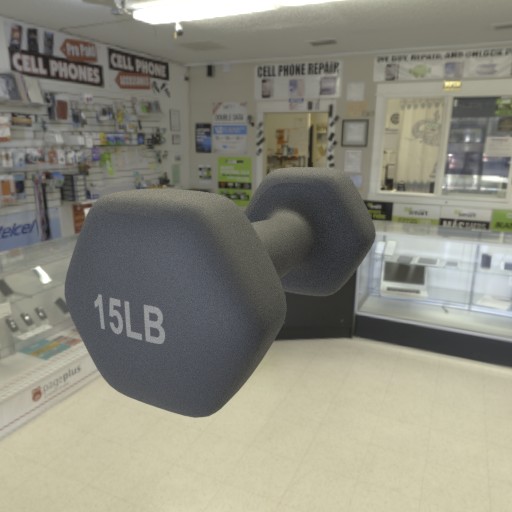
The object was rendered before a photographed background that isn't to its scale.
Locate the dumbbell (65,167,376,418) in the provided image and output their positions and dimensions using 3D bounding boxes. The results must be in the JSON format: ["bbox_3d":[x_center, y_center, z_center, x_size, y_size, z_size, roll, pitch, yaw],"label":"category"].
[{"bbox_3d":[0.000,0.000,0.295,0.116,0.105,0.240,8,17,27],"label":"dumbbell"}]
